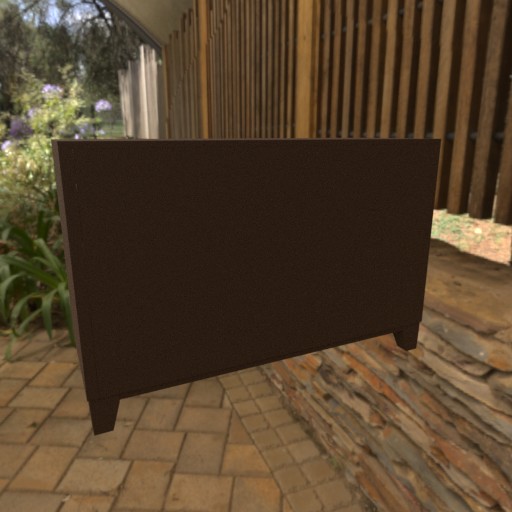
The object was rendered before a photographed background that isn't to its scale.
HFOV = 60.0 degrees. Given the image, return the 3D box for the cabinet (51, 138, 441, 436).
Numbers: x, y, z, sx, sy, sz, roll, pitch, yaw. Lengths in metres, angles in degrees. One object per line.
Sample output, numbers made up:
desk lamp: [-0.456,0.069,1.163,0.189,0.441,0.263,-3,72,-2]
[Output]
cabinet: [0.000,0.000,1.790,1.396,0.914,0.482,-7,17,-25]
